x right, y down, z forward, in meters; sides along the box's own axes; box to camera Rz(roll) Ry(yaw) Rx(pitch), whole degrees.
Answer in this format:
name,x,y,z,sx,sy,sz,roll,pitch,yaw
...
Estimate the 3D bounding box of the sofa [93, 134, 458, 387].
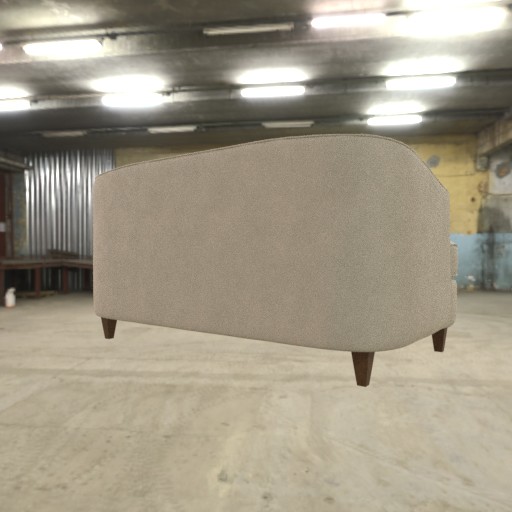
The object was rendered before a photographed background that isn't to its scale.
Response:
name,x,y,z,sx,sy,sz,roll,pitch,yaw
sofa,0.000,0.000,2.224,1.731,0.878,0.940,0,1,36
